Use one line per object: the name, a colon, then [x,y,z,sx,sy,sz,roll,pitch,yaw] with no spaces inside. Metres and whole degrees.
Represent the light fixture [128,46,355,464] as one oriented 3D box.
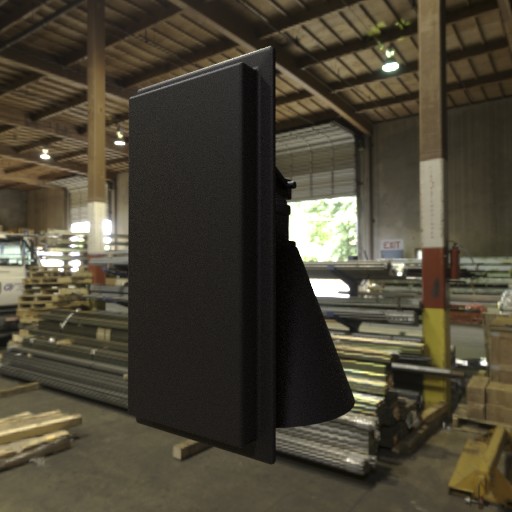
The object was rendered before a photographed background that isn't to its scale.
light fixture: [0.000,0.000,0.424,0.170,0.298,0.207,0,-1,35]
